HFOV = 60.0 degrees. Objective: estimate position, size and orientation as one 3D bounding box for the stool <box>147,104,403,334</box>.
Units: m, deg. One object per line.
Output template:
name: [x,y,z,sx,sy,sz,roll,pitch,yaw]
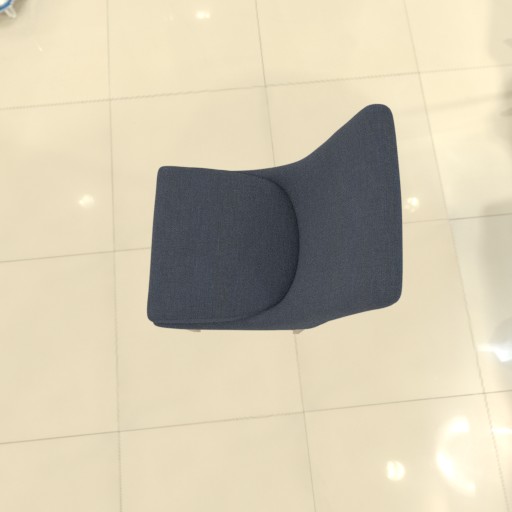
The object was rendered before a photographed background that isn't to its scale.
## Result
stool: [0.000,0.000,1.375,0.577,1.078,0.470,1,77,0]
